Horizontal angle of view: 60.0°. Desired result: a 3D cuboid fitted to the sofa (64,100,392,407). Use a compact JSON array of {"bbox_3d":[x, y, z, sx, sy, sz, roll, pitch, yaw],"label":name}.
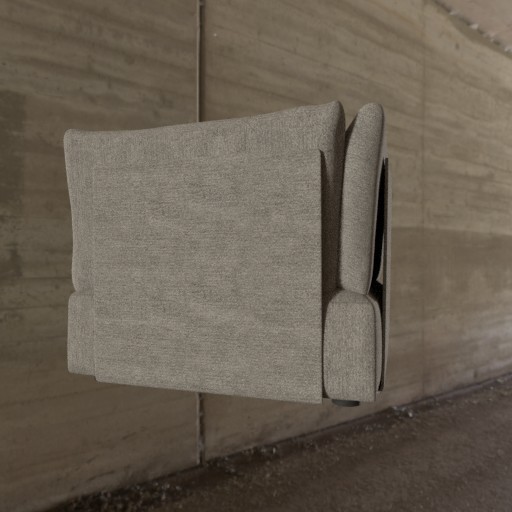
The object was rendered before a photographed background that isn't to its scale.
[{"bbox_3d":[0.000,0.000,1.721,1.000,0.820,1.000,0,0,18],"label":"sofa"}]
